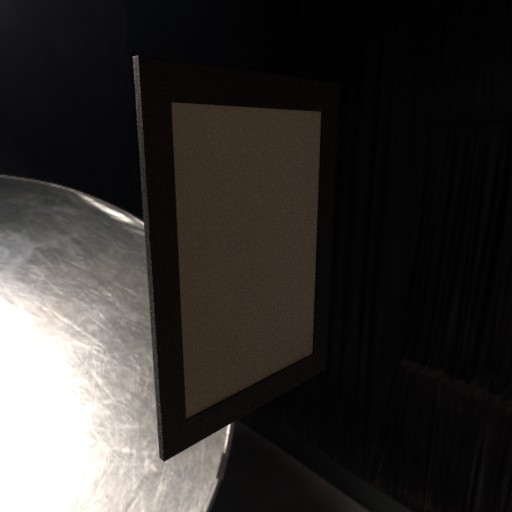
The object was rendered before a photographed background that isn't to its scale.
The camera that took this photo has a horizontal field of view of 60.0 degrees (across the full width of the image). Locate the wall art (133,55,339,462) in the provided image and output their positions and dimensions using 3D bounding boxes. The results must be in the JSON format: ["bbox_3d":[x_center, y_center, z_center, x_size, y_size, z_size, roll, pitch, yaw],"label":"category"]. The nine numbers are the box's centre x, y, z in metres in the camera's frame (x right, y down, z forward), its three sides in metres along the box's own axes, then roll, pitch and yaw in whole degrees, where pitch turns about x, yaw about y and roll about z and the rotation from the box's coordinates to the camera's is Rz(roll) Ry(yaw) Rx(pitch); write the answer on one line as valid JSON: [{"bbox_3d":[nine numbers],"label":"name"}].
[{"bbox_3d":[0.000,0.000,0.659,0.359,0.508,0.013,-14,20,-42],"label":"wall art"}]
